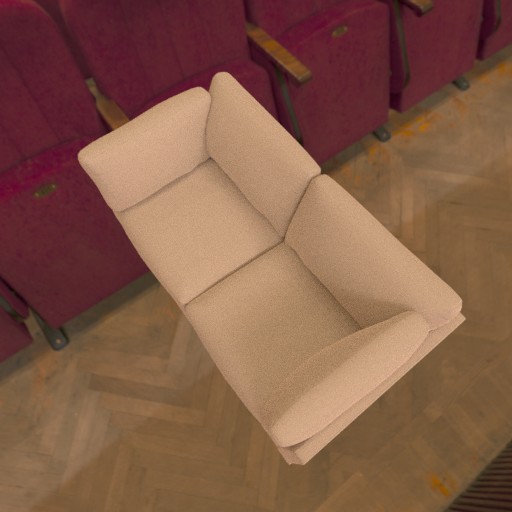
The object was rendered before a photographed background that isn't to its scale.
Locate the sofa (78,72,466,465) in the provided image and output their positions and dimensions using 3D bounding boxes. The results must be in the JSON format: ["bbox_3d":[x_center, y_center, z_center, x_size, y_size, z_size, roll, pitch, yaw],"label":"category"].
[{"bbox_3d":[0.000,0.000,2.260,0.970,0.836,1.776,-33,67,-16],"label":"sofa"}]
